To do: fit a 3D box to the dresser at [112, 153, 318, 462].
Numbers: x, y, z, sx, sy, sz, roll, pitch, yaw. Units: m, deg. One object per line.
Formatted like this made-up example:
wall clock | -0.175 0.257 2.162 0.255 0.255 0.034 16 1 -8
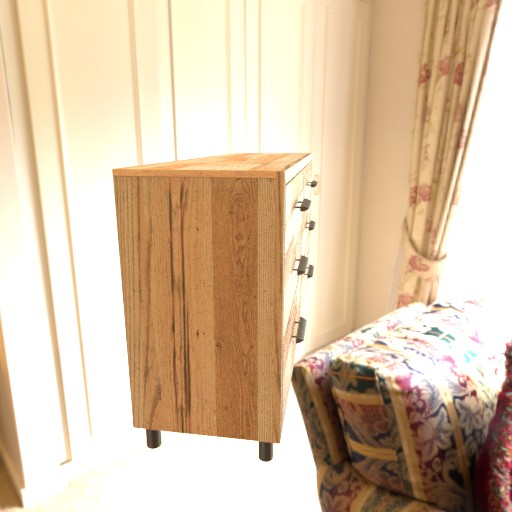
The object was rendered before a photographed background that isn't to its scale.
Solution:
dresser | 0.000 0.000 1.932 0.487 0.834 1.547 2 15 9
